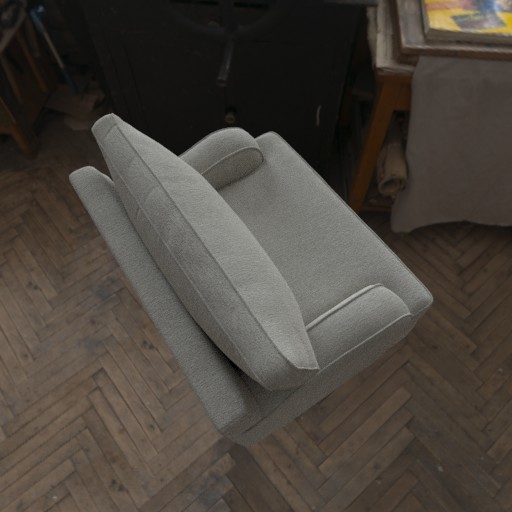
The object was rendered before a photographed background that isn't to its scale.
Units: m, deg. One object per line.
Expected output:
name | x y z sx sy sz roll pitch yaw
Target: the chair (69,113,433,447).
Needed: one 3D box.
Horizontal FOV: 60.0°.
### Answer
chair | 0.000 0.000 1.933 1.041 1.016 1.220 -30 64 -16
